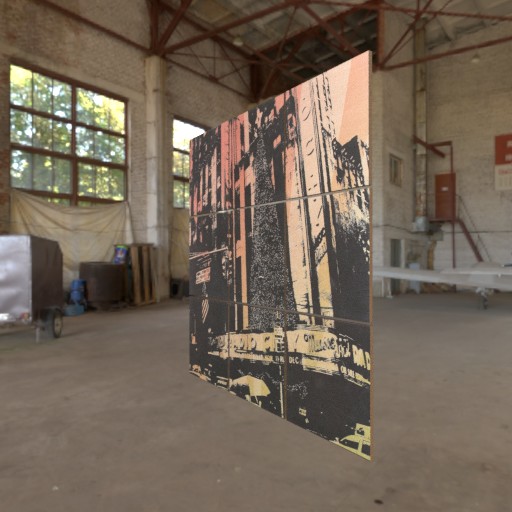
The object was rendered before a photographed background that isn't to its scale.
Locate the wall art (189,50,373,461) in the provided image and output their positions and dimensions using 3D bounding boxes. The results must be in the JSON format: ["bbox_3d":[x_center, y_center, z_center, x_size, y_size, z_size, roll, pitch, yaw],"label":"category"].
[{"bbox_3d":[0.000,0.000,1.814,0.013,1.216,1.216,0,0,-34],"label":"wall art"}]
